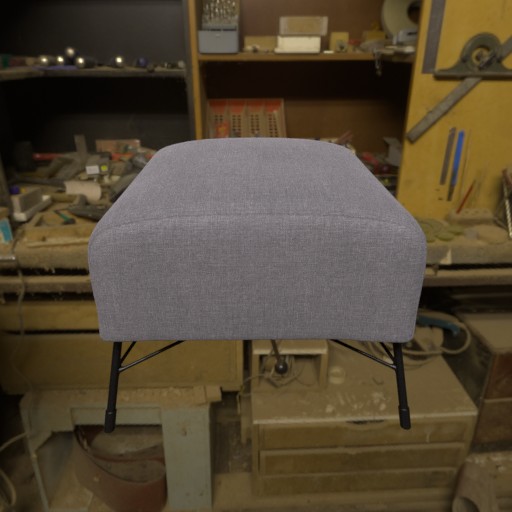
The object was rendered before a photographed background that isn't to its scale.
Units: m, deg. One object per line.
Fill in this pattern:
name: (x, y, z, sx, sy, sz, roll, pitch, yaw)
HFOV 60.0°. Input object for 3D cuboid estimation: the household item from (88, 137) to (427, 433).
household item: (0.000, 0.000, 0.906, 0.530, 0.410, 0.530, 0, 26, -1)
